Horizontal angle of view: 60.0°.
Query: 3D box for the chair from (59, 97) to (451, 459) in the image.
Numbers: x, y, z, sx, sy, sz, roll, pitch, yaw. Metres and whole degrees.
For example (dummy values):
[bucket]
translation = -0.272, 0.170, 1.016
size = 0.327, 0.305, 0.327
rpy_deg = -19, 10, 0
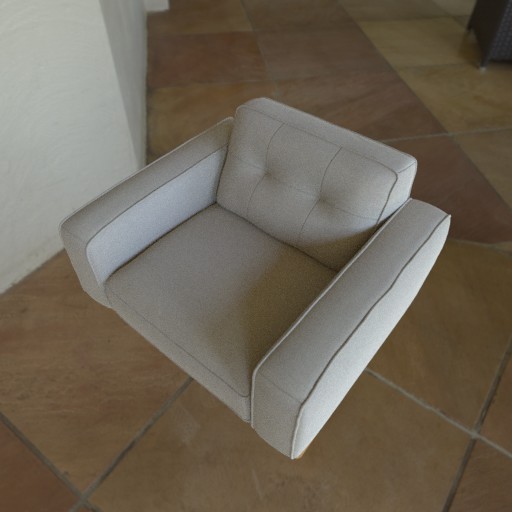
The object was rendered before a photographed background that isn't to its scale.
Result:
[chair]
translation = 0.000, 0.000, 1.711
size = 1.115, 0.779, 0.953
rpy_deg = 31, 55, 25
